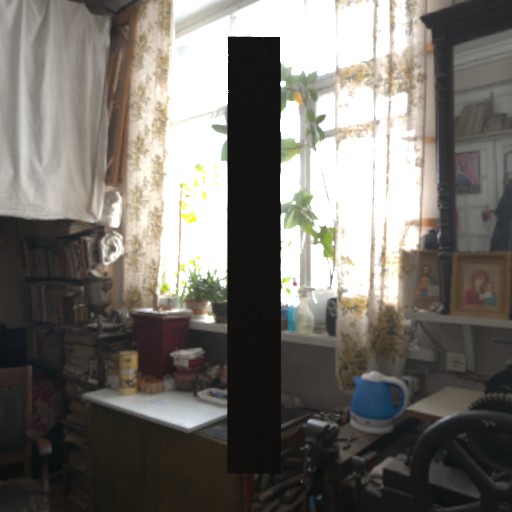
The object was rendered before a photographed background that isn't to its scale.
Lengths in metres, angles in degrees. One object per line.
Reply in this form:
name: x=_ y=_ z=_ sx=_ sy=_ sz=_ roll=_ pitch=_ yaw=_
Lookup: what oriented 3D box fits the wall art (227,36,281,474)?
wall art: x=0.000 y=0.000 z=0.459 sx=0.038 sy=0.304 sz=0.304 roll=0 pitch=-1 yaw=0
